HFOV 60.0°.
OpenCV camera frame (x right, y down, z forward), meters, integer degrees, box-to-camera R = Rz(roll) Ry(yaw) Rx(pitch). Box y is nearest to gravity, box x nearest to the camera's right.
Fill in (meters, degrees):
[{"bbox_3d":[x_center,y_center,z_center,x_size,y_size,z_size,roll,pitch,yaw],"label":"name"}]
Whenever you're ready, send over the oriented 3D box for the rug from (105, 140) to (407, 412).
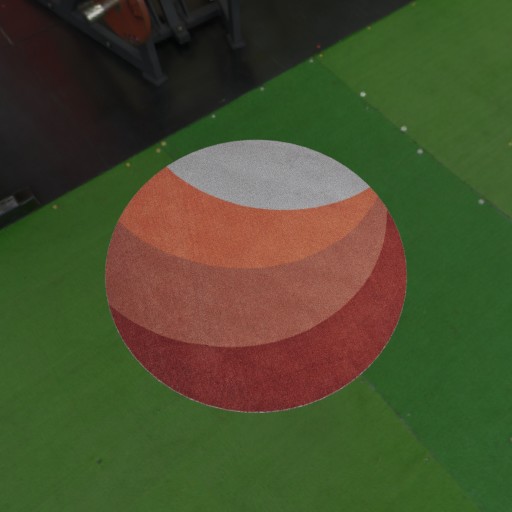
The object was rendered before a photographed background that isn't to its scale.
[{"bbox_3d":[0.000,0.000,2.251,1.514,0.015,1.514,0,63,0],"label":"rug"}]
